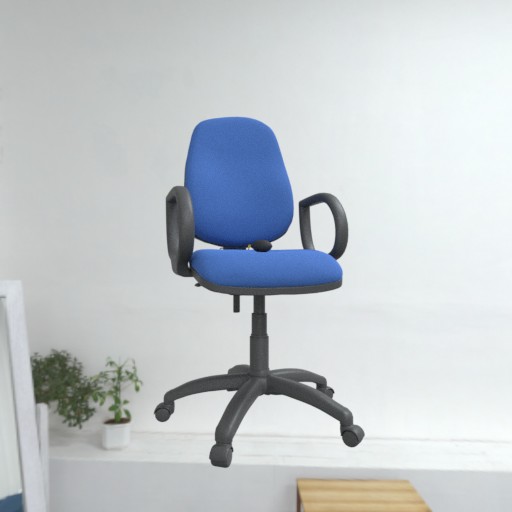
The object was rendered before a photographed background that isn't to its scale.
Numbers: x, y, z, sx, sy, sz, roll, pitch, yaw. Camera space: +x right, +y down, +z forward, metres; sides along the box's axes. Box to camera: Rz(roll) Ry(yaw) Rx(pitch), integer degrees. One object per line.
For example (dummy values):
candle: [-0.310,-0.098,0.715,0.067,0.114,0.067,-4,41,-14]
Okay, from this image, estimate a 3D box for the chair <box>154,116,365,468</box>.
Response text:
chair: [0.000,0.000,1.239,0.552,0.905,0.549,0,1,-19]
